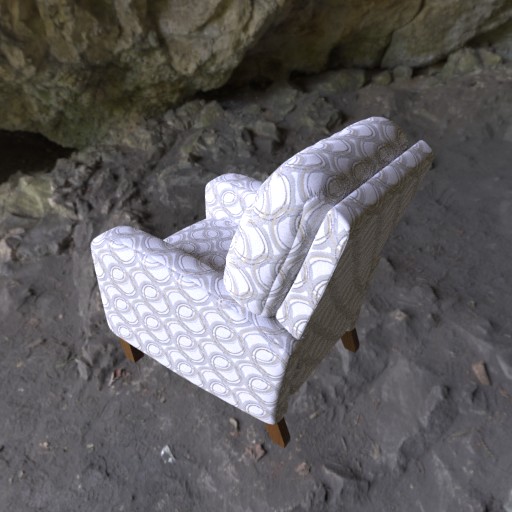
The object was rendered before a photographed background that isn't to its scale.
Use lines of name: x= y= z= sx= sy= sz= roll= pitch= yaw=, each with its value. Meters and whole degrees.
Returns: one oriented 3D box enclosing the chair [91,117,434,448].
chair: x=0.000 y=0.000 z=1.712 sx=0.995 sy=1.065 sz=0.796 roll=21 pitch=38 yaw=30
